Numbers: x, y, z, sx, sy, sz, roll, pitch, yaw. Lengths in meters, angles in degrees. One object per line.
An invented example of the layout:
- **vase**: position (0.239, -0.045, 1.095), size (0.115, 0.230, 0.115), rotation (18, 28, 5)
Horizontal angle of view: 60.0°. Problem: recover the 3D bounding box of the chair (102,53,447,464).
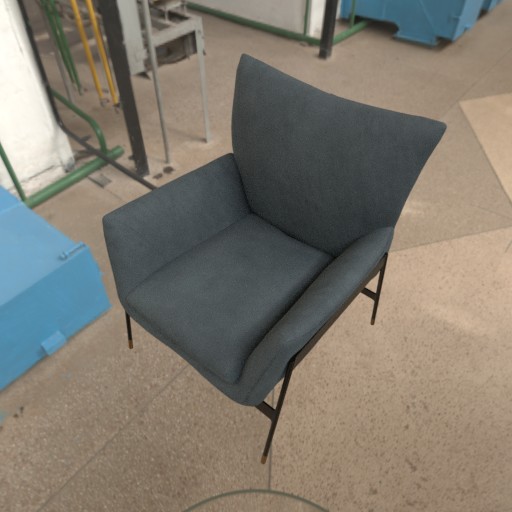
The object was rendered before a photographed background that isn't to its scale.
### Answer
- **chair**: position (0.000, 0.000, 1.366), size (0.678, 0.858, 0.709), rotation (31, 54, 26)
